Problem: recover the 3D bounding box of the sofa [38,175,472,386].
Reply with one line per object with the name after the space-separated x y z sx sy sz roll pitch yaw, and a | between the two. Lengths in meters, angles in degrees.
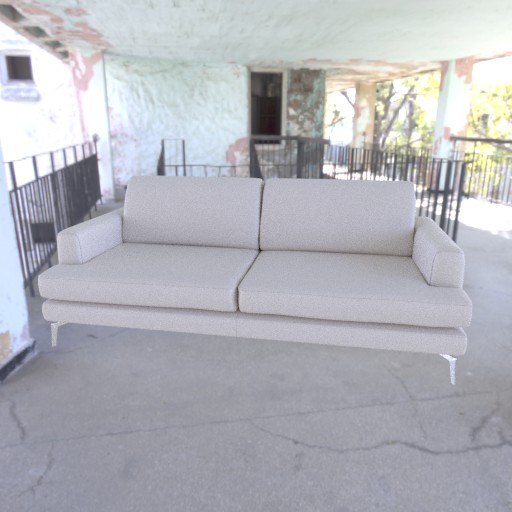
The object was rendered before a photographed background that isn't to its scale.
0.000 0.000 2.359 1.940 0.765 0.974 3 17 10 | sofa
